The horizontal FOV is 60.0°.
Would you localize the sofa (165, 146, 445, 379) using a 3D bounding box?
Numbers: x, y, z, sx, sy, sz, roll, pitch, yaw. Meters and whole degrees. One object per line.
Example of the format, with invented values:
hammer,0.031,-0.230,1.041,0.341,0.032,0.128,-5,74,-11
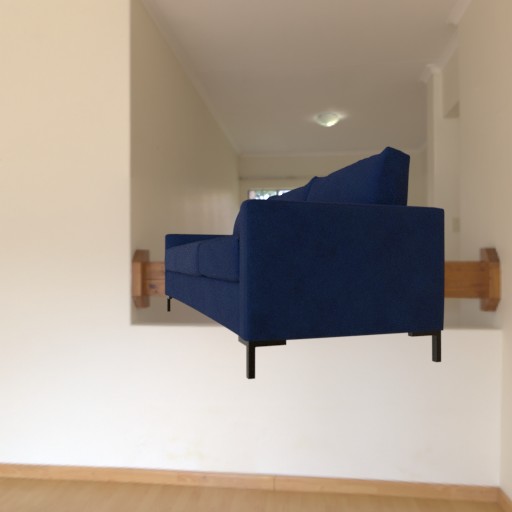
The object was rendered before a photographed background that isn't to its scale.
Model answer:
sofa,0.000,0.000,2.696,0.875,0.879,2.252,0,-1,-19
